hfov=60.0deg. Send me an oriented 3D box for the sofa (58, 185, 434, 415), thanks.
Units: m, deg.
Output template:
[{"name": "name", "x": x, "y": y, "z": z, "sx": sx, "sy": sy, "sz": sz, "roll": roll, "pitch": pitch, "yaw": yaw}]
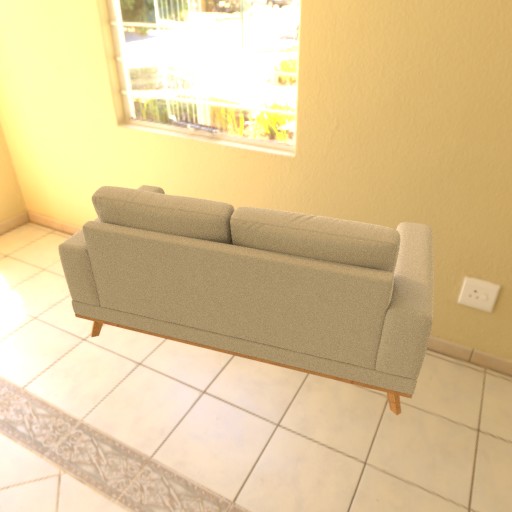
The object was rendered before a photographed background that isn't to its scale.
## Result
[{"name": "sofa", "x": 0.000, "y": 0.000, "z": 2.203, "sx": 1.651, "sy": 0.810, "sz": 0.915, "roll": 10, "pitch": 33, "yaw": 16}]
